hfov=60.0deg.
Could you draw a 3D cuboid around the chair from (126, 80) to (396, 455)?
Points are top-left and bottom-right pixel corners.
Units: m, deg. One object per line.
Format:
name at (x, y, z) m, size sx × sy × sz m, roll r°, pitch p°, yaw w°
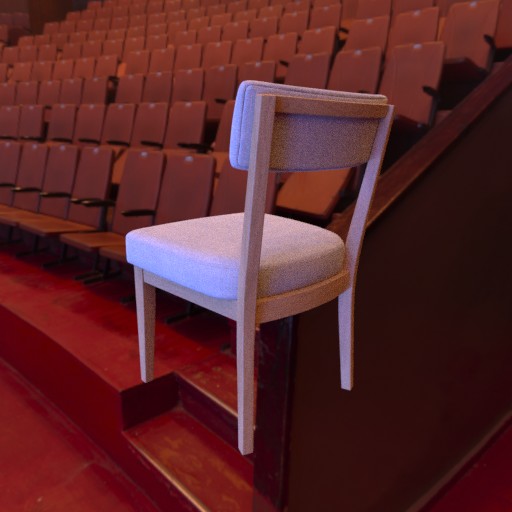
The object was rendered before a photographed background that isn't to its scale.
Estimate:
chair at (0.000, 0.000, 1.218) m, size 0.508 × 0.832 × 0.572 m, roll -14°, pitch 20°, yaw -41°
